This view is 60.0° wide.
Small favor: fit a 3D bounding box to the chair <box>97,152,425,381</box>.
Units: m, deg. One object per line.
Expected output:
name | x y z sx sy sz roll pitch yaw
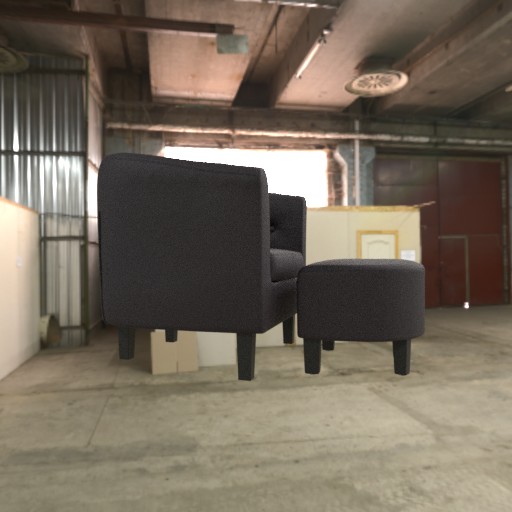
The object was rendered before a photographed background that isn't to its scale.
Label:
chair | 0.000 0.000 1.670 1.191 0.760 0.763 0 0 17
